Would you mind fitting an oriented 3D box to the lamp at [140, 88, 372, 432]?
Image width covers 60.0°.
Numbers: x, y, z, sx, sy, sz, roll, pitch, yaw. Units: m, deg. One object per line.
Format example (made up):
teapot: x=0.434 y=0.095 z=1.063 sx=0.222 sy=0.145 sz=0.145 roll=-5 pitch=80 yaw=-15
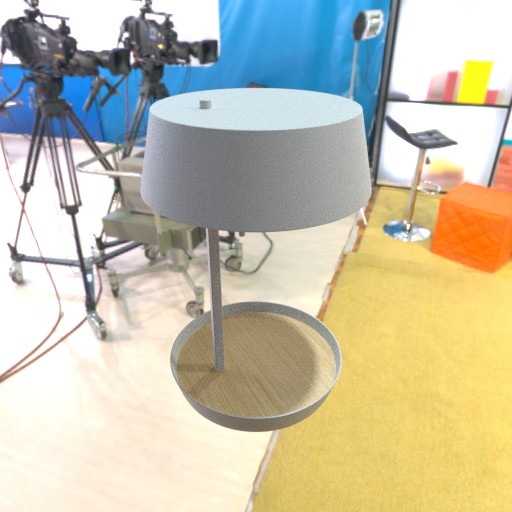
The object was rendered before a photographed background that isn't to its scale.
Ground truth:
lamp: x=0.000 y=0.000 z=0.624 sx=0.291 sy=0.429 sz=0.291 roll=0 pitch=29 yaw=0
